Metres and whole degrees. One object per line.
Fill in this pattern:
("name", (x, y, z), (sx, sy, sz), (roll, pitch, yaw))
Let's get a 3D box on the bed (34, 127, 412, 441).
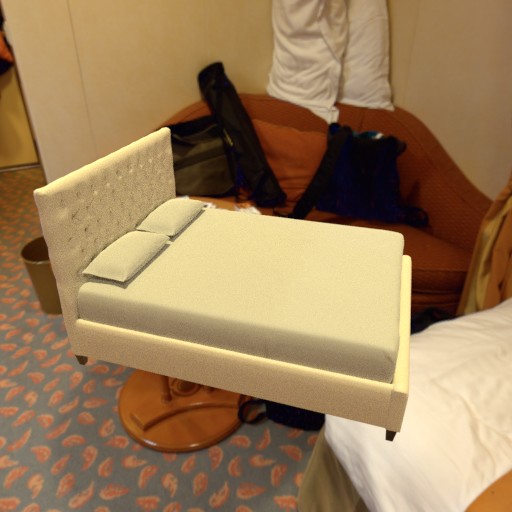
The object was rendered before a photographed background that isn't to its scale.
("bed", (0.000, 0.000, 3.427), (2.387, 1.427, 1.698), (9, 31, 15))
